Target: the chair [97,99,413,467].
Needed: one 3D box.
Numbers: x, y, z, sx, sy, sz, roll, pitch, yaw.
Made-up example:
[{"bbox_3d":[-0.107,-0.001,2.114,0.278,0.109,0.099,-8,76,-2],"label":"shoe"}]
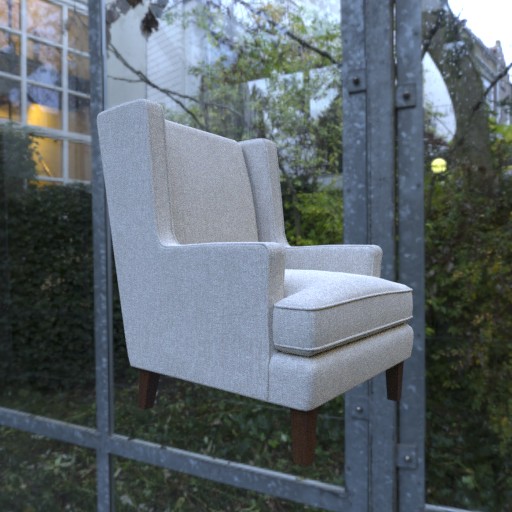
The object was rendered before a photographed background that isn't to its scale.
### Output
[{"bbox_3d":[0.000,0.000,1.673,0.948,1.082,0.764,0,1,38],"label":"chair"}]
